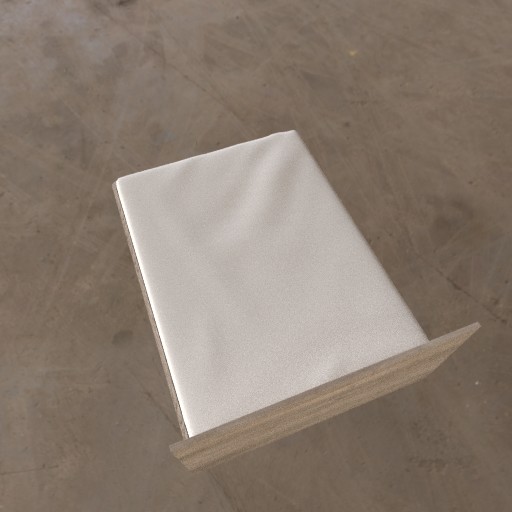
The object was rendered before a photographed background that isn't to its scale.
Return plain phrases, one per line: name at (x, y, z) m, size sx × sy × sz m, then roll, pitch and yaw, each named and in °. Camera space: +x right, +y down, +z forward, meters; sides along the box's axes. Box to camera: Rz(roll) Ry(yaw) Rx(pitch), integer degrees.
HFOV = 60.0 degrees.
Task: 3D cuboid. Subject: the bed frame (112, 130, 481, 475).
bed frame at (0.000, 0.000, 2.741) m, size 1.490 × 0.800 × 1.950 m, roll -18°, pitch 60°, yaw -11°
